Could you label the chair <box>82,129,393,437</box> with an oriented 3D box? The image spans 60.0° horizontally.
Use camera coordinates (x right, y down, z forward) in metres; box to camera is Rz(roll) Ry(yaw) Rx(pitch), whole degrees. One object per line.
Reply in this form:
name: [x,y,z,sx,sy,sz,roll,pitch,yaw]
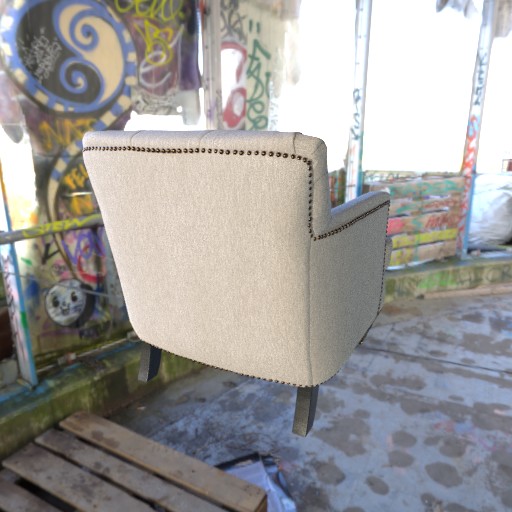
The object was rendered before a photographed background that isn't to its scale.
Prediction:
chair: [0.000,0.000,1.497,0.737,0.823,0.902,9,18,27]
